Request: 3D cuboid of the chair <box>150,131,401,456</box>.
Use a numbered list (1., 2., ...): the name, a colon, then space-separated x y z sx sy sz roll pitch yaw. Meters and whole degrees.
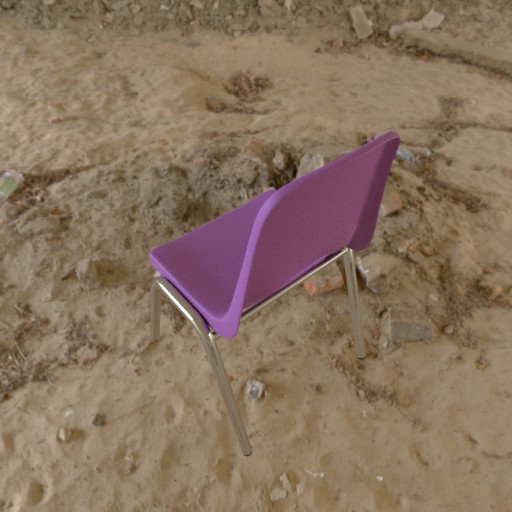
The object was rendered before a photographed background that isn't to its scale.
1. chair: 0.000 0.000 0.673 0.291 0.493 0.301 -31 53 -27
